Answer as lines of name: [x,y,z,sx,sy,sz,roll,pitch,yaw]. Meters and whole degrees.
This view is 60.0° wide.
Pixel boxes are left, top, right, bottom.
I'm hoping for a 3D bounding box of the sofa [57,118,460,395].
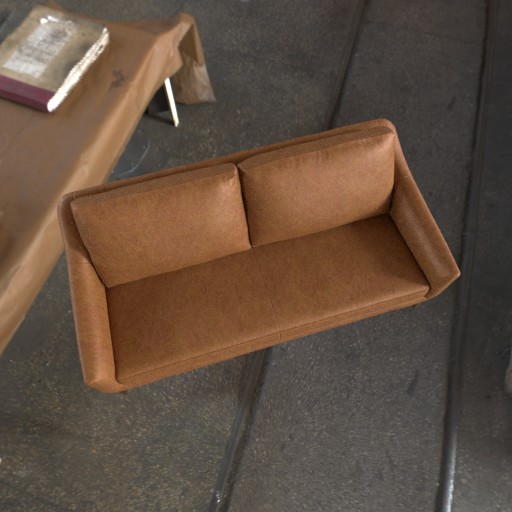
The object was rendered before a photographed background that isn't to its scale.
sofa: [0.000,0.000,2.568,2.036,0.945,0.981,-15,66,-7]
